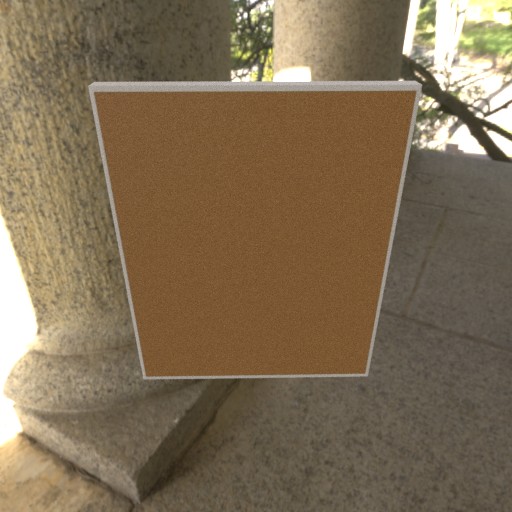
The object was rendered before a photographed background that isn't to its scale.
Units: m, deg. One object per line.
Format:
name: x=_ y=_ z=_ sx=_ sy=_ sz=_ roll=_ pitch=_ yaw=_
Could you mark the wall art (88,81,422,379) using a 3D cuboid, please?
wall art: x=0.000 y=0.000 z=0.743 sx=0.443 sy=0.549 sz=0.030 roll=-1 pitch=32 yaw=-1
